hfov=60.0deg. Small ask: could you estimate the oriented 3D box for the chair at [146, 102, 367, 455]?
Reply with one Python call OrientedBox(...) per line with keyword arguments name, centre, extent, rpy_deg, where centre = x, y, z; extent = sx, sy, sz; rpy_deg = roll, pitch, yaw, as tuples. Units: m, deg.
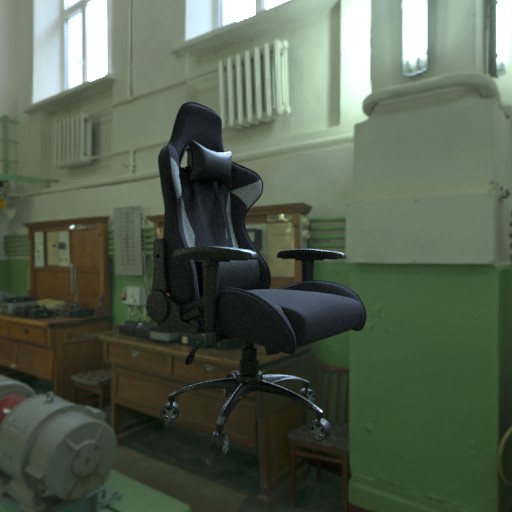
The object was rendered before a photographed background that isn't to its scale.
OrientedBox(name="chair", centre=(0.000, 0.000, 1.736), extent=(0.695, 1.300, 0.730), rpy_deg=(0, 0, 35))
